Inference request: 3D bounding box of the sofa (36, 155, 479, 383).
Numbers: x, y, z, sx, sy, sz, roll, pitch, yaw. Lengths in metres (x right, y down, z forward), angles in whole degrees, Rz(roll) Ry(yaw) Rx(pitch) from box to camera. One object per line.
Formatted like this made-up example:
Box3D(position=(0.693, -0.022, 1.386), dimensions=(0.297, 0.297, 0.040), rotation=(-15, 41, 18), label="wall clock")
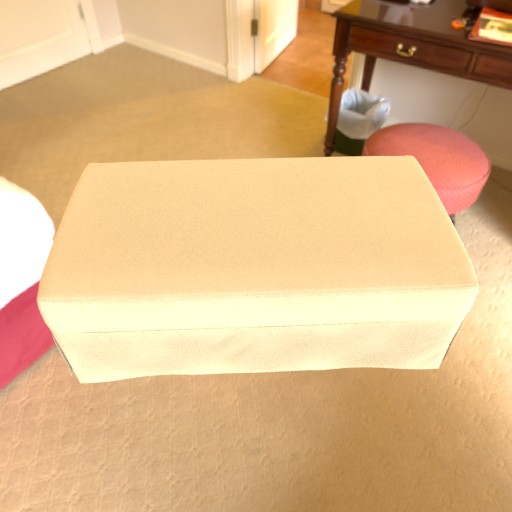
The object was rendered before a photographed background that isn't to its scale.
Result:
Box3D(position=(0.000, 0.000, 2.068), dimensions=(1.677, 0.552, 0.939), rotation=(-2, 46, -2), label="sofa")
